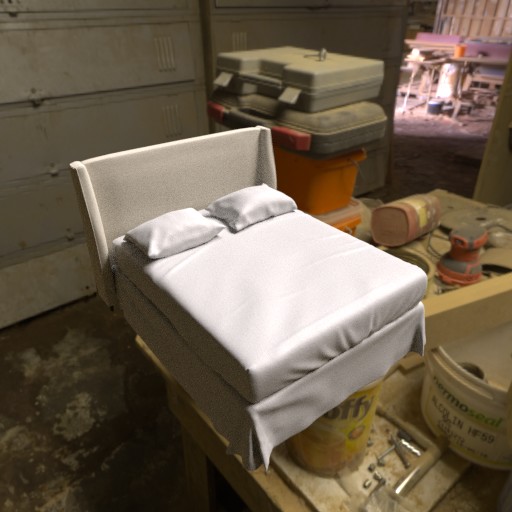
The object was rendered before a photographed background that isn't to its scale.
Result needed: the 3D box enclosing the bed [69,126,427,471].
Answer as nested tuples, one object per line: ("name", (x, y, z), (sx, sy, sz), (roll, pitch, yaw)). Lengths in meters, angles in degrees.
("bed", (0.000, 0.000, 3.462), (1.925, 1.332, 2.276), (-21, 36, -32))
